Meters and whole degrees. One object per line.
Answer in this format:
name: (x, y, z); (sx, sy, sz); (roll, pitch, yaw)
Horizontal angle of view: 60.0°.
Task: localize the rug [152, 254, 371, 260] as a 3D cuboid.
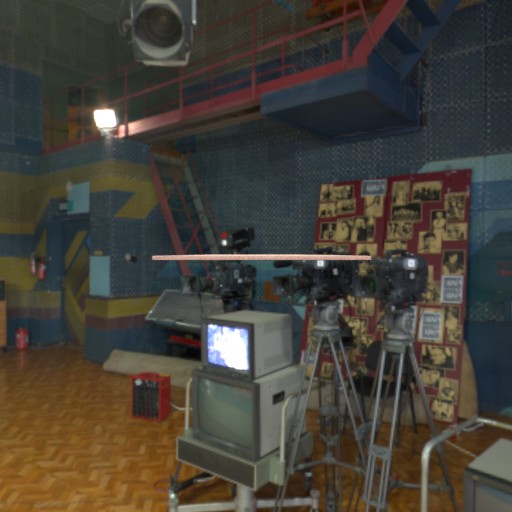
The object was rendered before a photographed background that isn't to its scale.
rug: (0.000, 0.000, 2.715); (0.760, 0.015, 2.435); (0, 0, -1)
